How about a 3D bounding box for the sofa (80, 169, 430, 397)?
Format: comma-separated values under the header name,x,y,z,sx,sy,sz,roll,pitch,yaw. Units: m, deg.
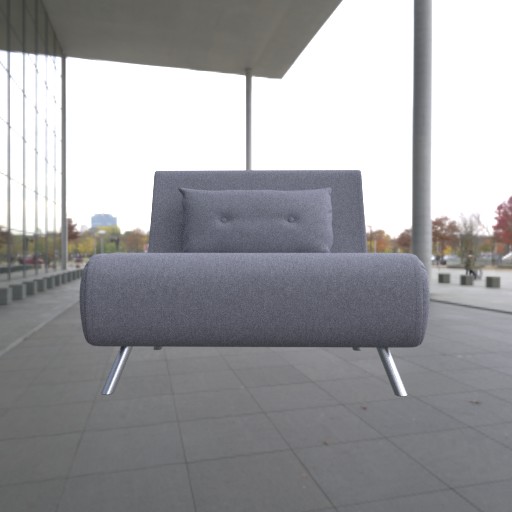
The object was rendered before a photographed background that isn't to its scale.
name,x,y,z,sx,sy,sz,roll,pitch,yaw
sofa,0.000,0.000,1.741,1.020,0.825,1.000,0,0,1
